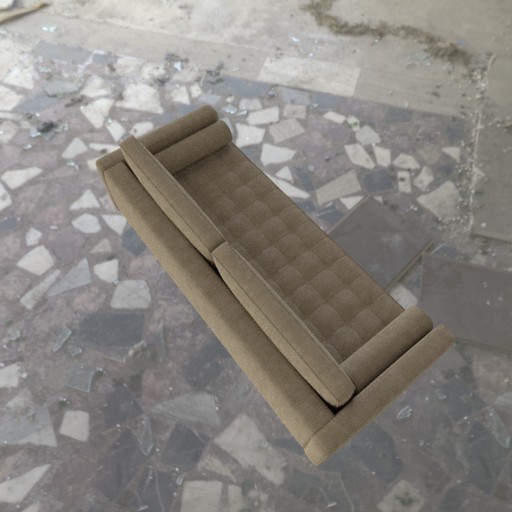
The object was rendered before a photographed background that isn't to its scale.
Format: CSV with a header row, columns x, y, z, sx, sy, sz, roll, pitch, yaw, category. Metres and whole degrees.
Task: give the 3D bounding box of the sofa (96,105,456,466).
x,y,z,sx,sy,sz,roll,pitch,yaw,category
0.000,0.000,2.673,0.919,0.770,2.200,-34,65,-18,sofa
